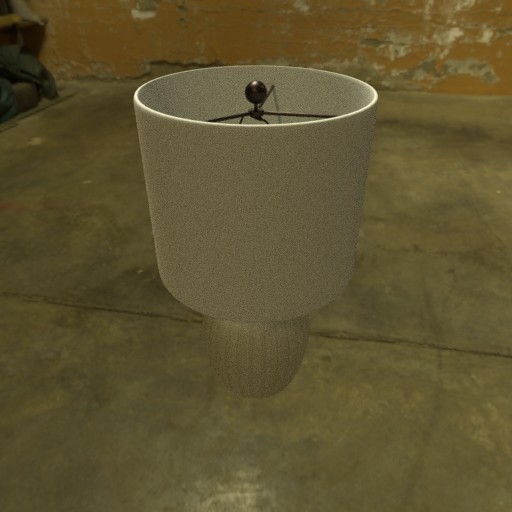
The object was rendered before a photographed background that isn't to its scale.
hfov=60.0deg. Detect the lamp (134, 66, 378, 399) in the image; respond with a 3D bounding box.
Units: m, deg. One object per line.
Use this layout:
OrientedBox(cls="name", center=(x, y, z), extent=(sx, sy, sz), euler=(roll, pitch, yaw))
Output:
OrientedBox(cls="lamp", center=(0.000, 0.000, 0.758), extent=(0.329, 0.570, 0.329), euler=(-21, 39, -28))
